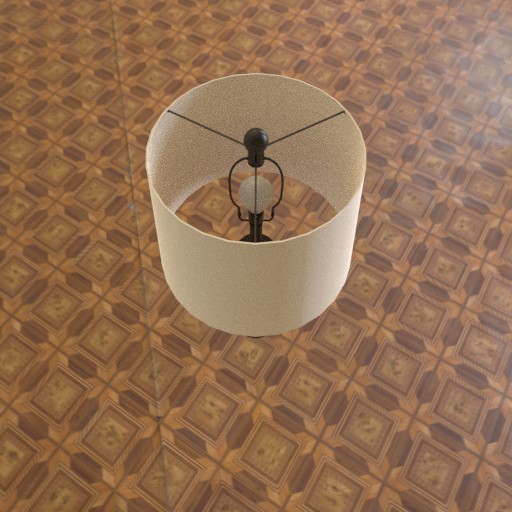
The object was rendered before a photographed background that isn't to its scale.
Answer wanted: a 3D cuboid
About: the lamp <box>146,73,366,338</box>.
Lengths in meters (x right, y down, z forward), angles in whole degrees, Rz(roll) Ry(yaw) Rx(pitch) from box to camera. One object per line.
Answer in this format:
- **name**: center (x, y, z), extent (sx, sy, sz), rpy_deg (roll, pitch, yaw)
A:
- **lamp**: center (0.000, 0.000, 0.853), extent (0.349, 0.667, 0.349), rpy_deg (0, 62, 0)
